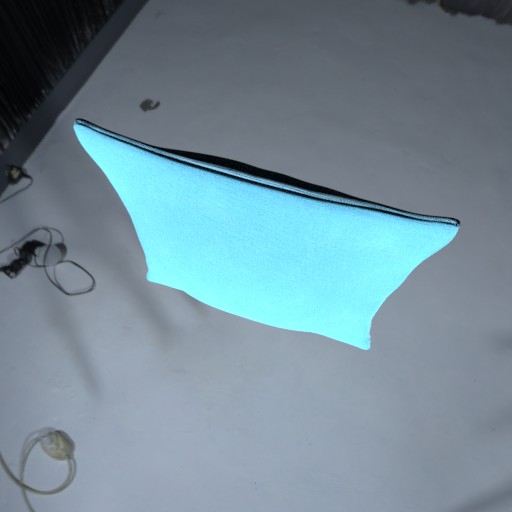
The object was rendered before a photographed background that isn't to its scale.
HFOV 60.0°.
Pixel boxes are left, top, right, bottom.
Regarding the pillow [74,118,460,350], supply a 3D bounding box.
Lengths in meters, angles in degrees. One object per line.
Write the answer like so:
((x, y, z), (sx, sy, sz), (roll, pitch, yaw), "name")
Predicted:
((0.000, 0.000, 0.647), (0.433, 0.415, 0.151), (17, 64, 9), "pillow")
